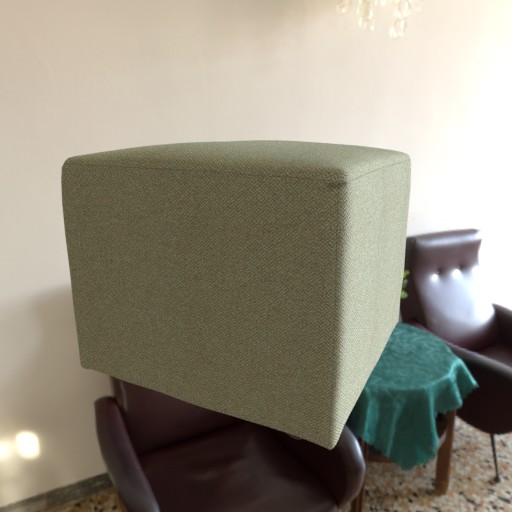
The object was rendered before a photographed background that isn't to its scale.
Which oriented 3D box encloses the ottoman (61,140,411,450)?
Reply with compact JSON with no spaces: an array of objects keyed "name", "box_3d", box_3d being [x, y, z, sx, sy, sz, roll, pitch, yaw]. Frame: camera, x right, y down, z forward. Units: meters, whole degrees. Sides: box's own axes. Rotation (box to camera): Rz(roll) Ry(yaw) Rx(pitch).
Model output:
[{"name":"ottoman","box_3d":[0.000,0.000,0.902,0.512,0.453,0.521,8,17,26]}]
